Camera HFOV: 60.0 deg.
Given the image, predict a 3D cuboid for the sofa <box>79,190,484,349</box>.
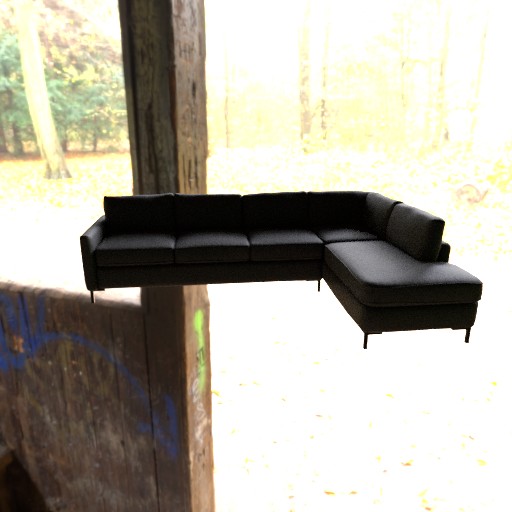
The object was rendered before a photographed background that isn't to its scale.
[{"bbox_3d":[0.000,0.000,3.799,2.972,0.858,1.984,-2,17,-6],"label":"sofa"}]
